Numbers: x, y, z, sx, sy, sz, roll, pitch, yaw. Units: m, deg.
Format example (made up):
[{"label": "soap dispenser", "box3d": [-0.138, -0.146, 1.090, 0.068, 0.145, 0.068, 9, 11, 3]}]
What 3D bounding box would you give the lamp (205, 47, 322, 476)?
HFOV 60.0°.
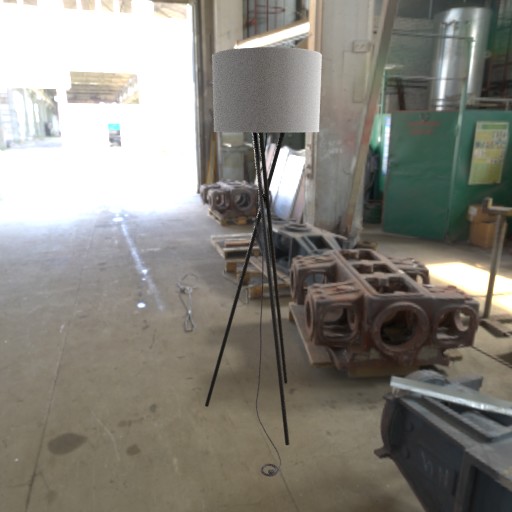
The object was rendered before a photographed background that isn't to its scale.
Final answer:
[{"label": "lamp", "box3d": [0.000, 0.000, 1.950, 0.522, 1.624, 0.667, 9, 18, 27]}]
